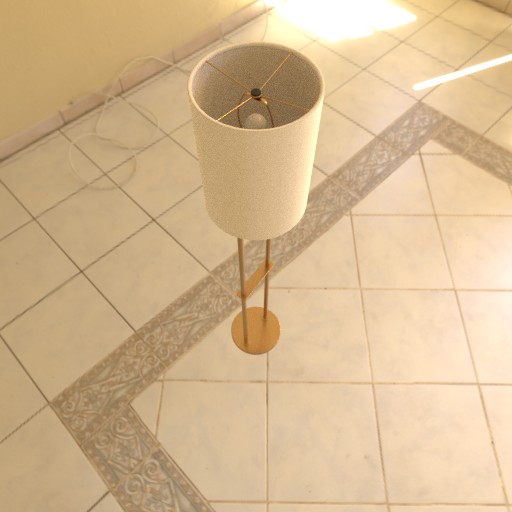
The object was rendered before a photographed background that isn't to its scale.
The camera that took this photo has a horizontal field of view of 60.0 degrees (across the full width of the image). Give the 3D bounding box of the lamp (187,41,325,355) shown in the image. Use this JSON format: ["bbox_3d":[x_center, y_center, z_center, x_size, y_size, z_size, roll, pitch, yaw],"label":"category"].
[{"bbox_3d":[0.000,0.000,1.628,0.305,1.500,0.306,32,64,18],"label":"lamp"}]
